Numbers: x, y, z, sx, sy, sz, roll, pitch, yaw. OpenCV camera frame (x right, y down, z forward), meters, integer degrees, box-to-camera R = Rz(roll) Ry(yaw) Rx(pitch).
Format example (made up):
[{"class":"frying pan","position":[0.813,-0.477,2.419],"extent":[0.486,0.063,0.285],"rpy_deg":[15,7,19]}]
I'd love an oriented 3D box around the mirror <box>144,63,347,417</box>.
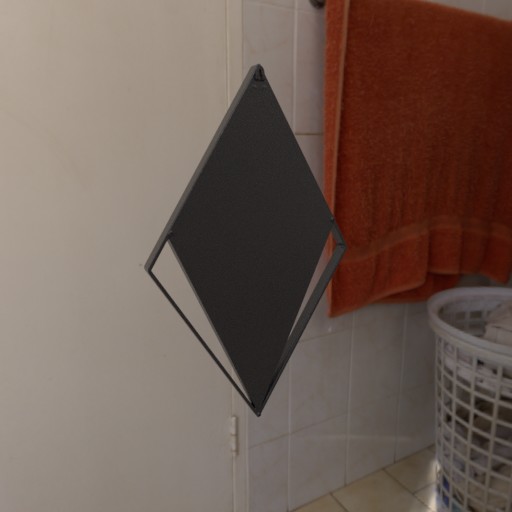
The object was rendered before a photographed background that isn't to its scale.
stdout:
[{"class":"mirror","position":[0.000,0.000,0.844],"extent":[0.419,0.679,0.032],"rpy_deg":[-7,15,-27]}]
